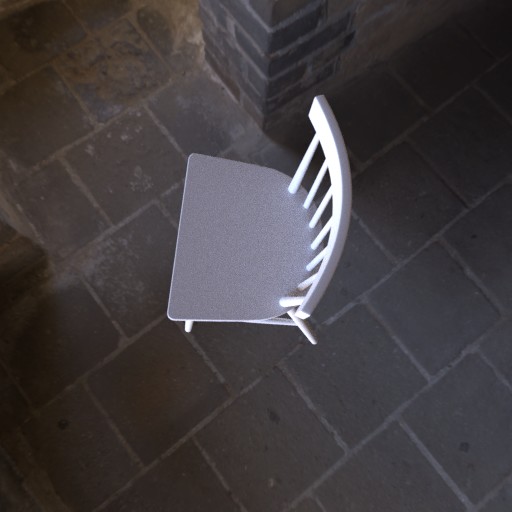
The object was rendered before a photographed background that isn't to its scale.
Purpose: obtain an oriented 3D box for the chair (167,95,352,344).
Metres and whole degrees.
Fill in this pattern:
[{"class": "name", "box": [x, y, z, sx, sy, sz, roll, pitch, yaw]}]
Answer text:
[{"class": "chair", "box": [0.000, 0.000, 1.424, 0.572, 1.092, 0.483, 5, 77, 1]}]
